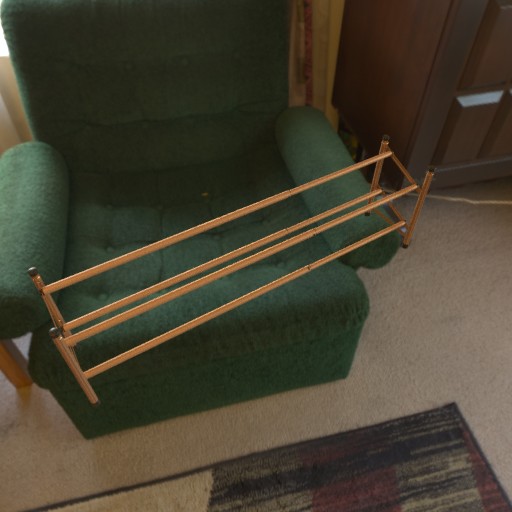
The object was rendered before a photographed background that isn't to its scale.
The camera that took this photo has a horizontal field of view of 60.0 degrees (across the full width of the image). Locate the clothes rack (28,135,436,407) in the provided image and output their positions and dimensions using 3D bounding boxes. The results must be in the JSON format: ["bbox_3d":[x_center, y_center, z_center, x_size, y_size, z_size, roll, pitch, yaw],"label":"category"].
[{"bbox_3d":[0.000,0.000,1.343,1.168,0.349,0.229,-24,51,-21],"label":"clothes rack"}]
